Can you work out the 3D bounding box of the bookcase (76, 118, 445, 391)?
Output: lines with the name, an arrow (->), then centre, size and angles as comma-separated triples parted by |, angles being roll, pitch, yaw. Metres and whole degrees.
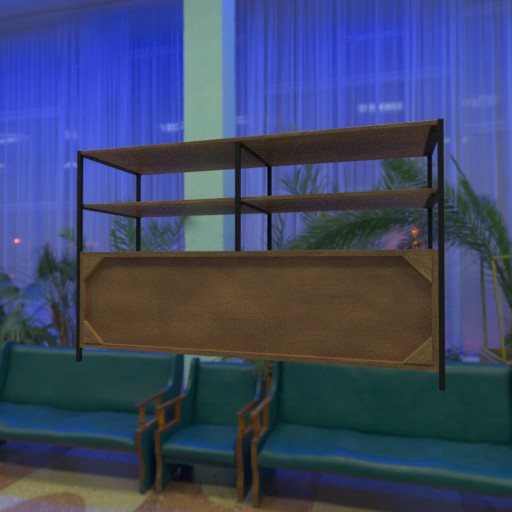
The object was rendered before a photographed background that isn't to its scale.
bookcase -> 0.000, 0.000, 1.510 | 1.149, 0.712, 0.391 | 0, -1, 17
